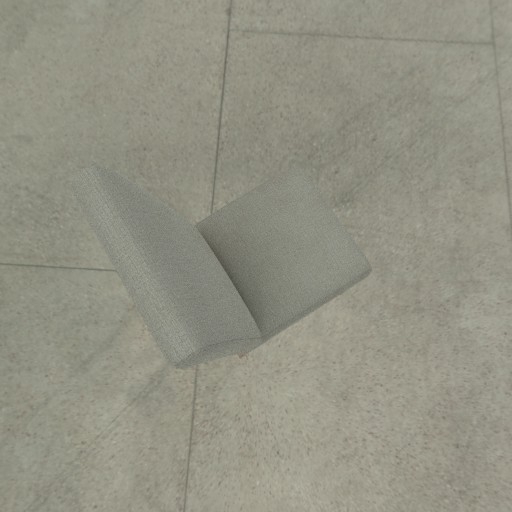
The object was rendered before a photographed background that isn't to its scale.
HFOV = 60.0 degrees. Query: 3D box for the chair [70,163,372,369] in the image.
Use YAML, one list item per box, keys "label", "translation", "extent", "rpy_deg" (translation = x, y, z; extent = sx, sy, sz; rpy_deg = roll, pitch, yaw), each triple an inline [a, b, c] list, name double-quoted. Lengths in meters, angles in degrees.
- label: "chair"
  translation: [0.000, 0.000, 1.338]
  extent: [0.611, 1.033, 0.450]
  rpy_deg: [-31, 77, -8]
